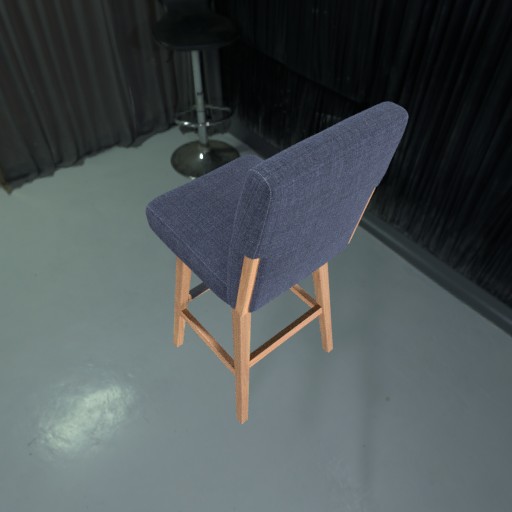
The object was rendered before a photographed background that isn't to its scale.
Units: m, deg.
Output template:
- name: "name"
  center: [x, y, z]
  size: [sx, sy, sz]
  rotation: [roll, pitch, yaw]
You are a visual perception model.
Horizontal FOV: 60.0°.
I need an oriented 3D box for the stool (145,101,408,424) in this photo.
- name: "stool"
  center: [0.000, 0.000, 1.410]
  size: [0.483, 1.112, 0.570]
  rotation: [-32, 54, -27]
